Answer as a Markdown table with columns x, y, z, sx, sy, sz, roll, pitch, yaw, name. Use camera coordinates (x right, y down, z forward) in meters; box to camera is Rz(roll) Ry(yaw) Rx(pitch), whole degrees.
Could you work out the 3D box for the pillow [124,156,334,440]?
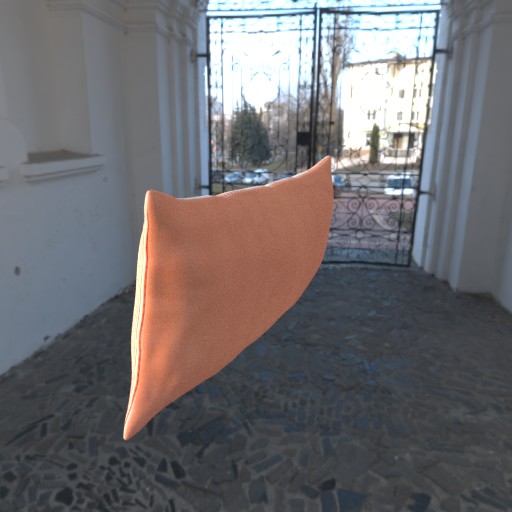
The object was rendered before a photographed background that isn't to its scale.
| x | y | z | sx | sy | sz | roll | pitch | yaw | name |
| --- | --- | --- | --- | --- | --- | --- | --- | --- | --- |
| 0.000 | 0.000 | 0.721 | 0.156 | 0.292 | 0.608 | 7 | 17 | 24 | pillow |
